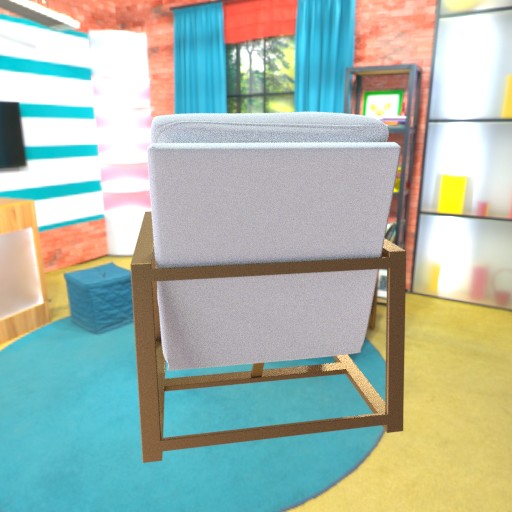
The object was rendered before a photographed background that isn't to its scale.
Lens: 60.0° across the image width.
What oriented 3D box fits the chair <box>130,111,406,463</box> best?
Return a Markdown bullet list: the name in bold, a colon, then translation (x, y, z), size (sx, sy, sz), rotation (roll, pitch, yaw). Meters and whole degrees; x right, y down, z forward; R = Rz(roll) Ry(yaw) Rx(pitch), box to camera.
- **chair**: translation (0.000, 0.000, 1.588), size (0.805, 0.966, 0.813), rotation (-3, 16, -10)
